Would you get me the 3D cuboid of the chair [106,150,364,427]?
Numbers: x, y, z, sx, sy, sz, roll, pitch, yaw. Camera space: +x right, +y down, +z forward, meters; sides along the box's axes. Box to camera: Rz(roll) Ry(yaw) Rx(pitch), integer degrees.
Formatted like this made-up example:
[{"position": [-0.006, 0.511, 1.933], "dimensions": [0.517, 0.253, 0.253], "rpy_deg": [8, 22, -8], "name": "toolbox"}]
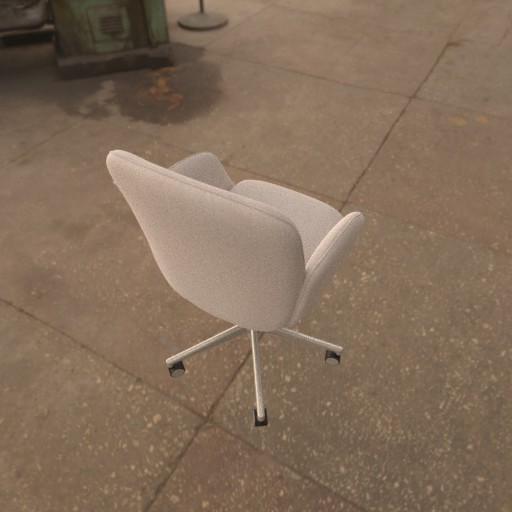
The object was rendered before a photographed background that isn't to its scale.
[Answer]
[{"position": [0.000, 0.000, 1.401], "dimensions": [0.648, 0.959, 0.633], "rpy_deg": [23, 50, 21], "name": "chair"}]
